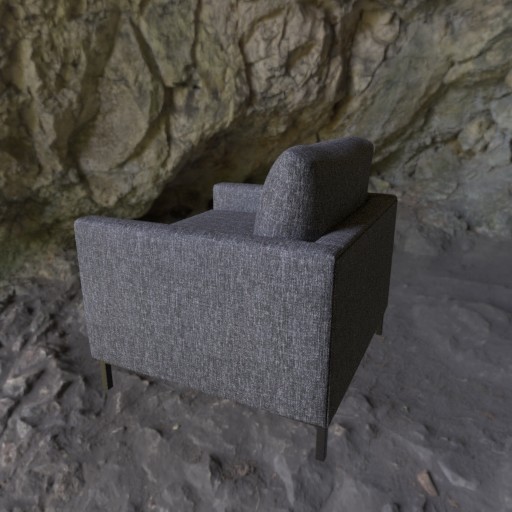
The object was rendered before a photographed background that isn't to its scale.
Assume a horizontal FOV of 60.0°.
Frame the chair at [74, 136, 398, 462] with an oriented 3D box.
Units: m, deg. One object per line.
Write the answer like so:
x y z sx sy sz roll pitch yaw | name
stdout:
0.000 0.000 1.668 0.866 0.861 0.963 8 19 24 | chair
